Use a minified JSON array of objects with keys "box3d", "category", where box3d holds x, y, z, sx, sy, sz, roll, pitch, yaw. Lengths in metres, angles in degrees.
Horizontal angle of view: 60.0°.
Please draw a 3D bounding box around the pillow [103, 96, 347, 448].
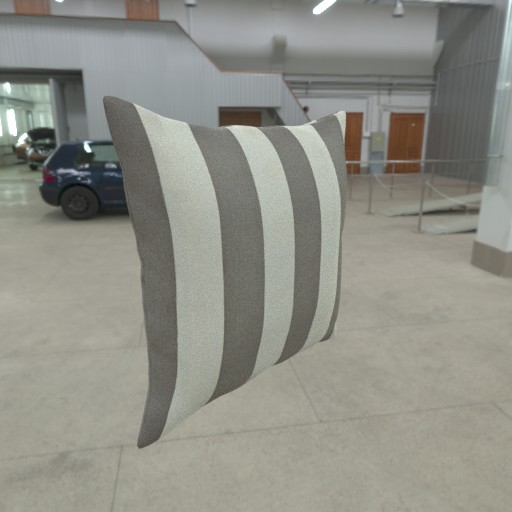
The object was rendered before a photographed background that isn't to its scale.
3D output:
[{"box3d":[0.000,0.000,0.782,0.192,0.507,0.522,15,21,42],"category":"pillow"}]
